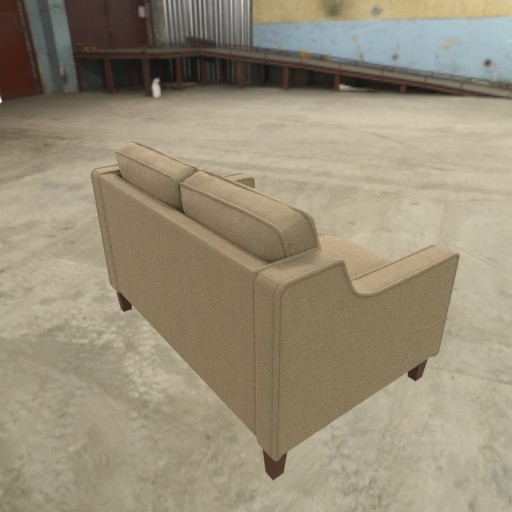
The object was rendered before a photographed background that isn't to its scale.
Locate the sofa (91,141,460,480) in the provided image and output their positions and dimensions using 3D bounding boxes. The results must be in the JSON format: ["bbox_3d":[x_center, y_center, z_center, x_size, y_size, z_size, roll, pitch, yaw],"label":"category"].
[{"bbox_3d":[0.000,0.000,2.132,0.987,0.971,1.501,-18,31,-33],"label":"sofa"}]
